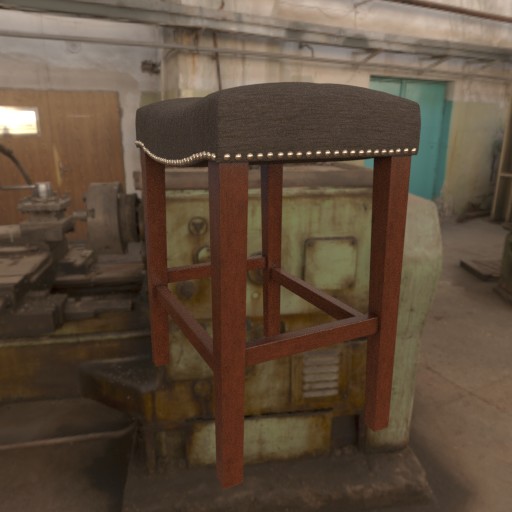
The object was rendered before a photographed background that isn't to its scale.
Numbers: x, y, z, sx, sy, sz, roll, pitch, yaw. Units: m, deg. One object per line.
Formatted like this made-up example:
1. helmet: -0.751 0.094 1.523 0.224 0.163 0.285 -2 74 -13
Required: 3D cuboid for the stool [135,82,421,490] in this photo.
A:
1. stool: 0.000 0.000 0.939 0.372 0.654 0.504 -8 18 -25
